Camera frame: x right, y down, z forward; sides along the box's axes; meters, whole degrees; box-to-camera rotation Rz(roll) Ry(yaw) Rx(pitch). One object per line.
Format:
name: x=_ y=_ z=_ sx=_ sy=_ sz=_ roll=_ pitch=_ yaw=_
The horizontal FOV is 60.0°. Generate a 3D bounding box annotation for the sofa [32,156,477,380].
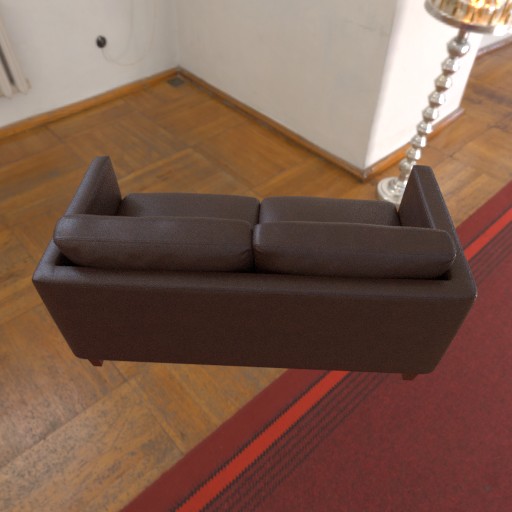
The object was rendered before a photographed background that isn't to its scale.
sofa: x=0.000 y=0.000 z=2.352 sx=1.883 sy=0.933 sz=0.951 roll=2 pitch=47 yaw=2
